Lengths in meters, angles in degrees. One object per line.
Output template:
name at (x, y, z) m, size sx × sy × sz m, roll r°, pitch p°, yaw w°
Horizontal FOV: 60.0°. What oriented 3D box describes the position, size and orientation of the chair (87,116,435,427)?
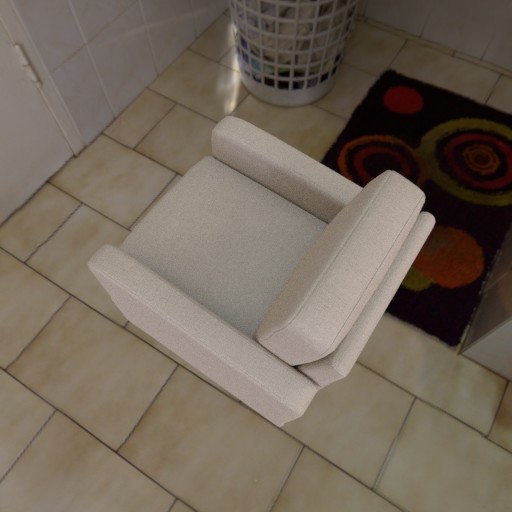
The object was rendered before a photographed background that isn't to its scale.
chair at (0.000, 0.000, 1.529) m, size 0.888 × 0.827 × 0.755 m, roll 31°, pitch 67°, yaw 15°
